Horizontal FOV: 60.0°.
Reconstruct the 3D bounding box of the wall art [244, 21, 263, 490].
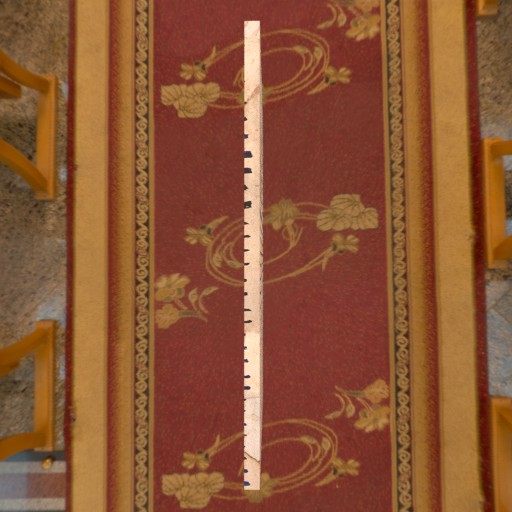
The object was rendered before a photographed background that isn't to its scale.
[{"bbox_3d":[0.000,0.000,1.172,0.030,0.609,0.919,0,89,1],"label":"wall art"}]
